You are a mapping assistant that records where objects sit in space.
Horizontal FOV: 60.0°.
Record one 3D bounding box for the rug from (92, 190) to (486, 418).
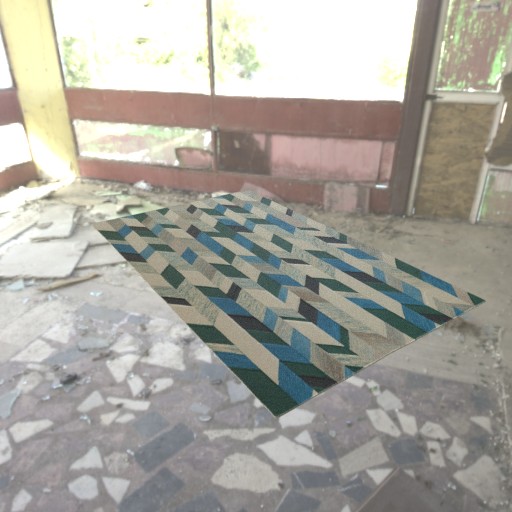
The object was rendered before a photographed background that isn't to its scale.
[{"bbox_3d":[0.000,0.000,3.012,1.507,0.007,2.433,-17,31,-31],"label":"rug"}]
